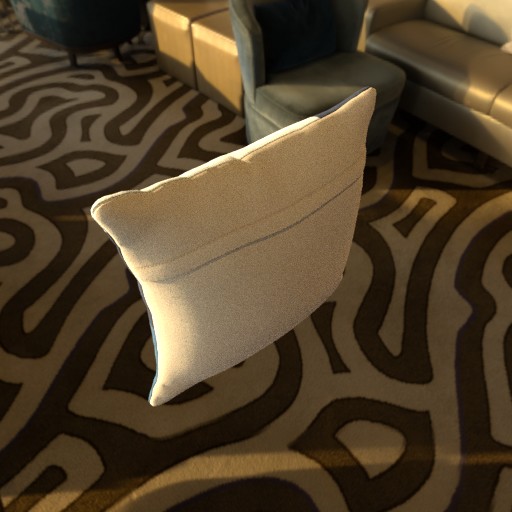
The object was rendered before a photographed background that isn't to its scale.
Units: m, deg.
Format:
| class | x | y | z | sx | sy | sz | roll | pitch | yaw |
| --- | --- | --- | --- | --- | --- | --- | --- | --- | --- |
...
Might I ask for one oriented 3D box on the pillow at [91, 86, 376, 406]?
| class | x | y | z | sx | sy | sz | roll | pitch | yaw |
| --- | --- | --- | --- | --- | --- | --- | --- | --- | --- |
| pillow | 0.000 | 0.000 | 0.807 | 0.536 | 0.506 | 0.229 | -31 | 54 | -26 |
